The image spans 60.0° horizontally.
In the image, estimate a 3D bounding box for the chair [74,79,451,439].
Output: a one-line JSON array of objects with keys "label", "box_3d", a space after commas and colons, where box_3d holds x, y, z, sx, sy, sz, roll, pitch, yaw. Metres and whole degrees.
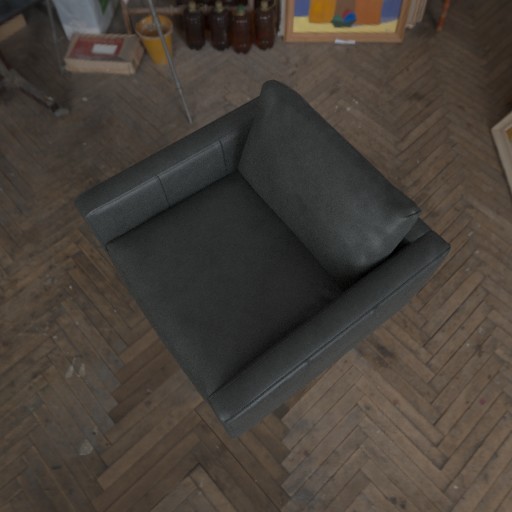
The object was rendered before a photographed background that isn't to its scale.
[{"label": "chair", "box_3d": [0.000, 0.000, 1.535, 0.861, 0.824, 0.967, -34, 68, -16]}]
